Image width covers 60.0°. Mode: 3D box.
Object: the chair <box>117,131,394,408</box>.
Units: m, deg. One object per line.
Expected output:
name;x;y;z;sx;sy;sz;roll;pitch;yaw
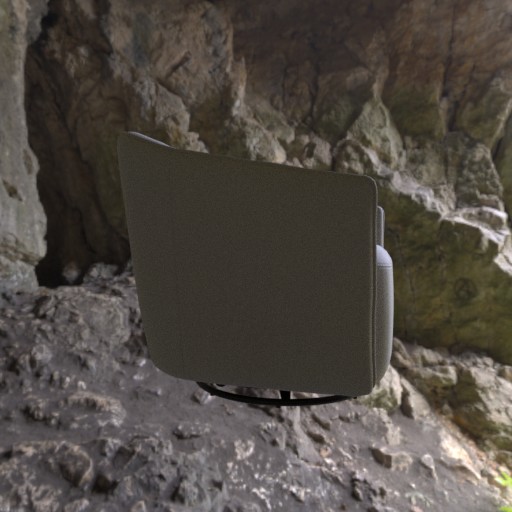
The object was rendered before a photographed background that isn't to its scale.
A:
chair;0.000;0.000;1.476;0.875;0.799;0.747;0;0;17
